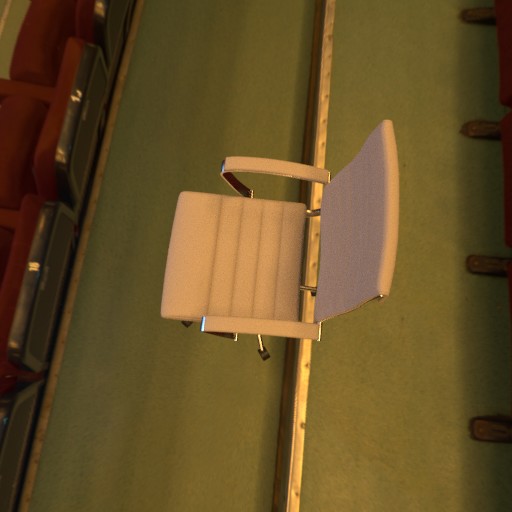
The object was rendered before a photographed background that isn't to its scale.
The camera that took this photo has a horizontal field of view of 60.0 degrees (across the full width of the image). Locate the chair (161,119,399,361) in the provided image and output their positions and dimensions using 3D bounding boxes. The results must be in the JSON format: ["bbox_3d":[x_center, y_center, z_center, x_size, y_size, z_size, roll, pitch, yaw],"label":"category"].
[{"bbox_3d":[0.000,0.000,1.573,0.667,1.149,0.679,5,75,1],"label":"chair"}]
